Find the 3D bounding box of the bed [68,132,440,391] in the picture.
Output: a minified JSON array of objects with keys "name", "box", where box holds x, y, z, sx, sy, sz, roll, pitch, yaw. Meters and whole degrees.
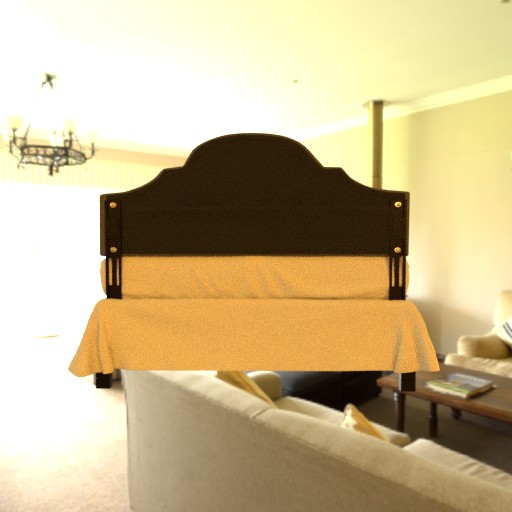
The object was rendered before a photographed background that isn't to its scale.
[{"name":"bed","box":[0.000,0.000,3.763,2.303,1.631,2.222,0,2,2]}]
